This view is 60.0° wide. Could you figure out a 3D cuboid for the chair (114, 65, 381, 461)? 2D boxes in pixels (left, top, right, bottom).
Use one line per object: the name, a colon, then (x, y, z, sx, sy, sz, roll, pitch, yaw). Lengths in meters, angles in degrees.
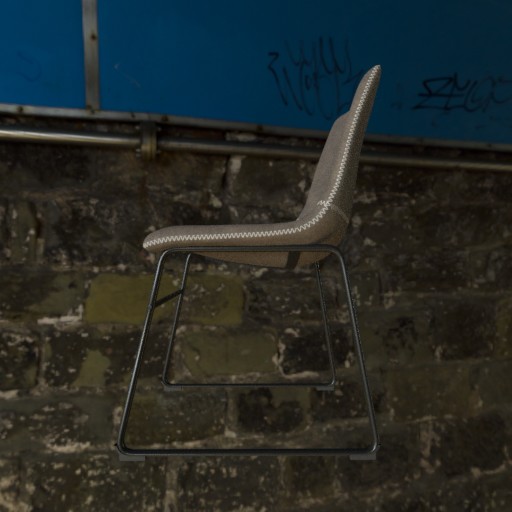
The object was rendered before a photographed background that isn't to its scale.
chair: (0.000, 0.000, 1.068, 0.550, 0.780, 0.460, 0, 0, -1)
